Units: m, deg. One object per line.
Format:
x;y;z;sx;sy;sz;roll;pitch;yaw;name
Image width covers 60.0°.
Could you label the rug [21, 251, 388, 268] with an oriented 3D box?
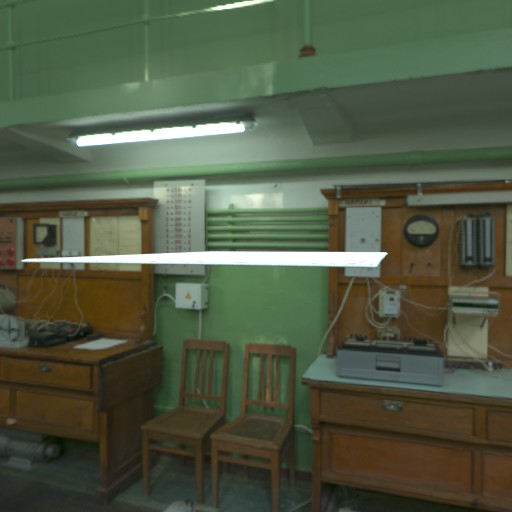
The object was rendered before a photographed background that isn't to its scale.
0.000;0.000;2.864;1.598;0.014;2.202;0;2;17;rug
